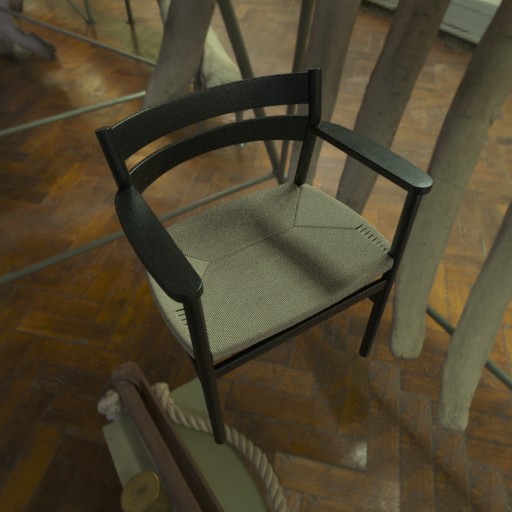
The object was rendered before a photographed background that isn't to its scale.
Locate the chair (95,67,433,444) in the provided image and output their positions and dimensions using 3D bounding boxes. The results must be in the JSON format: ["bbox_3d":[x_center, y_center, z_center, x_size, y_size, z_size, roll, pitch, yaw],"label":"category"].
[{"bbox_3d":[0.000,0.000,1.183,0.630,0.775,0.508,-24,51,-21],"label":"chair"}]
